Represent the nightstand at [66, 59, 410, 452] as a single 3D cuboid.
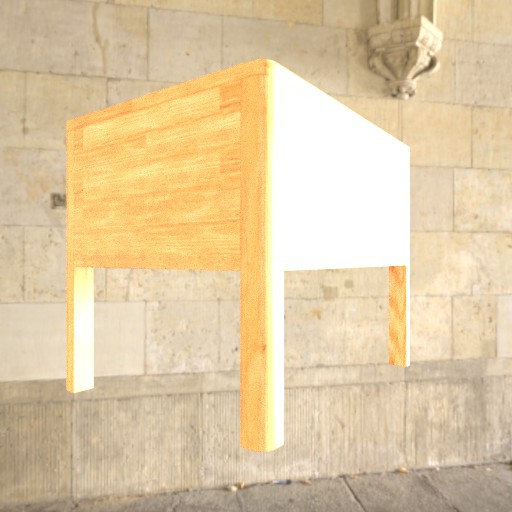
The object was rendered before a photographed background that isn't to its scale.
[{"bbox_3d":[0.000,0.000,0.877,0.440,0.470,0.560,0,0,36],"label":"nightstand"}]
